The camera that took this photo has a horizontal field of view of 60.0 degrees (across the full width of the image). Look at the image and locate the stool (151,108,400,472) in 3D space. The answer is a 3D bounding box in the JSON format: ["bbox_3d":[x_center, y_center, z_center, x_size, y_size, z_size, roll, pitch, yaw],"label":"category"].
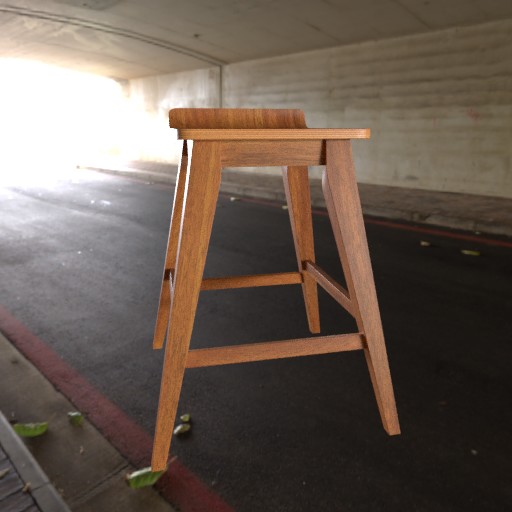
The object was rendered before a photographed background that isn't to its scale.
[{"bbox_3d":[0.000,0.000,1.005,0.500,0.650,0.500,-3,17,-12],"label":"stool"}]
